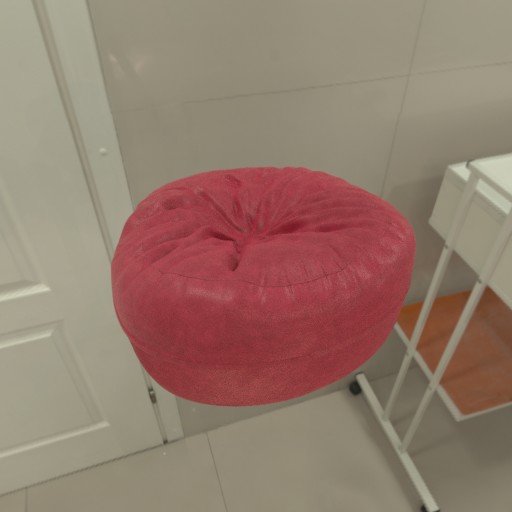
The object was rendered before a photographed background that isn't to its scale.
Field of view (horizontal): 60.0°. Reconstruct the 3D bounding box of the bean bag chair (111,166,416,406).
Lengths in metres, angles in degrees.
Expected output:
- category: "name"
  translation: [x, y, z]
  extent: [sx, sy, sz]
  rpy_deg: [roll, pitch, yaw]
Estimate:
- category: "bean bag chair"
  translation: [0.000, 0.000, 2.426]
  extent: [1.524, 0.878, 1.524]
  rpy_deg: [-12, 43, -14]
